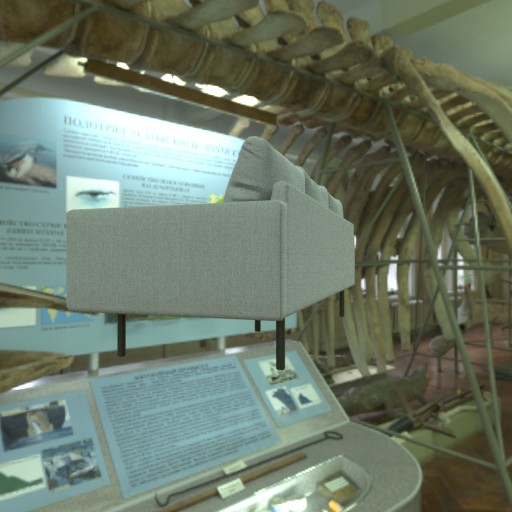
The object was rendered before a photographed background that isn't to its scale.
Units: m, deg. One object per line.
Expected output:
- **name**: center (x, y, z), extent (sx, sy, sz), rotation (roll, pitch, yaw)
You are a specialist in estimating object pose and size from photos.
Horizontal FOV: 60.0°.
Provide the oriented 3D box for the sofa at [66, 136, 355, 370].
- **sofa**: center (0.000, 0.000, 2.444), extent (0.850, 0.830, 2.000), rotation (0, 0, 19)
